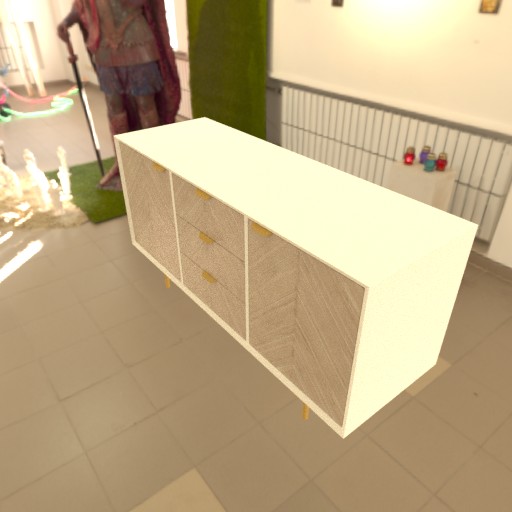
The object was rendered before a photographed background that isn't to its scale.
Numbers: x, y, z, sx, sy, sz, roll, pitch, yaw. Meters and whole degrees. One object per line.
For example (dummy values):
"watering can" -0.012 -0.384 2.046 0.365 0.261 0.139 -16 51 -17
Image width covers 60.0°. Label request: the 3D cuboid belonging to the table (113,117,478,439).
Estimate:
"table" 0.000 0.000 1.895 0.508 0.769 1.500 -23 39 -32
